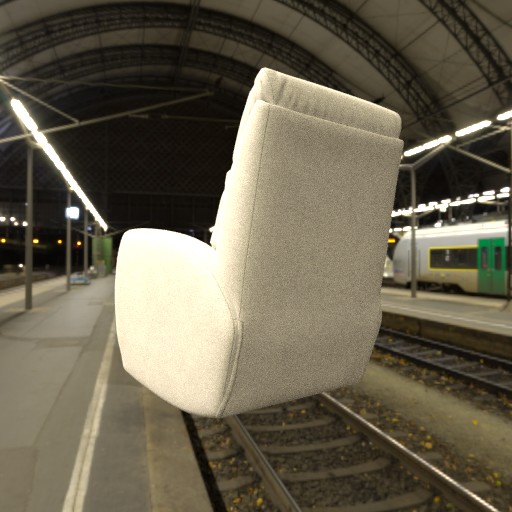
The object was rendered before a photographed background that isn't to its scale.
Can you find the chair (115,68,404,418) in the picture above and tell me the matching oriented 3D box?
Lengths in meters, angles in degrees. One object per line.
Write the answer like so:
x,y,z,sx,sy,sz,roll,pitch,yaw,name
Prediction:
0.000,0.000,1.688,0.812,1.015,0.941,0,-1,-37,chair
